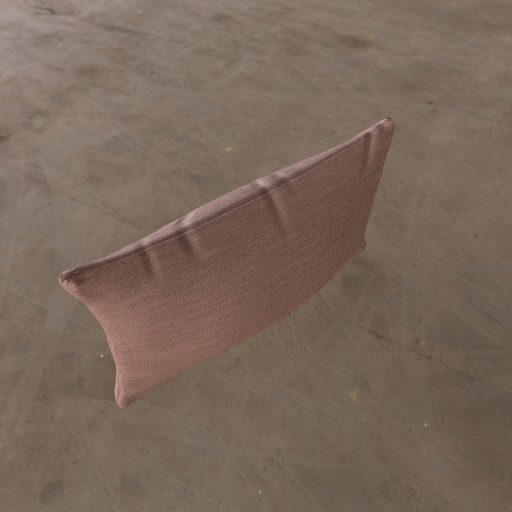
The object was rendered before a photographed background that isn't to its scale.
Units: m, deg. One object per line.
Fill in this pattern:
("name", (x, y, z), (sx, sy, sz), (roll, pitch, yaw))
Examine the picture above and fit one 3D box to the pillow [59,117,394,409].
("pillow", (0.000, 0.000, 0.799), (0.633, 0.338, 0.210), (-30, 53, -26))
